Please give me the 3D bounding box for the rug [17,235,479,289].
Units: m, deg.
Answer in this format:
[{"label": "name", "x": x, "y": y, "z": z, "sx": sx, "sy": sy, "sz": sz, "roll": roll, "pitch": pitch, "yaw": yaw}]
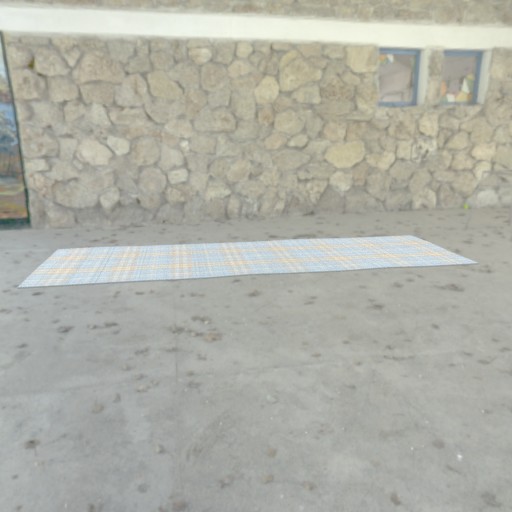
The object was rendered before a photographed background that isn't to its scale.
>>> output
[{"label": "rug", "x": 0.000, "y": 0.000, "z": 2.671, "sx": 2.439, "sy": 0.013, "sz": 0.762, "roll": -3, "pitch": 15, "yaw": -10}]
